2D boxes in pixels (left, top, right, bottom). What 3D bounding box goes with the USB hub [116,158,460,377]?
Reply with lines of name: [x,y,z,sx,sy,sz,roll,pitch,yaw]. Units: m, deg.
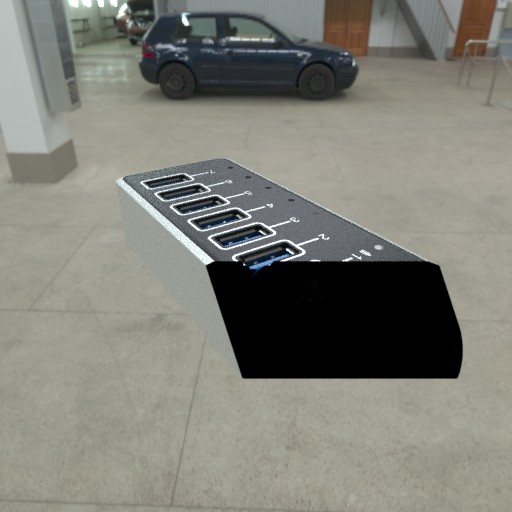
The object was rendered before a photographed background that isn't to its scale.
USB hub: [0.000,0.000,0.125,0.044,0.023,0.110,-18,34,-28]
